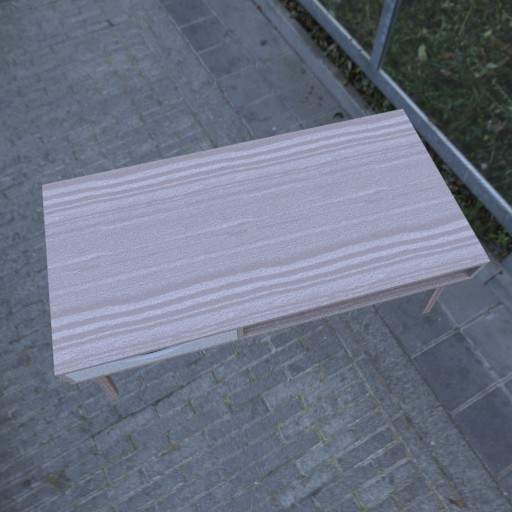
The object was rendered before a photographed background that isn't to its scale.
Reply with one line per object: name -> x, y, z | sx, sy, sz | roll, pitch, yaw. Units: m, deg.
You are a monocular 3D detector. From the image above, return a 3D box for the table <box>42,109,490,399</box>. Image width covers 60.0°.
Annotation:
table -> 0.000, 0.000, 1.502 | 1.200, 0.450, 0.600 | -14, 64, -7
